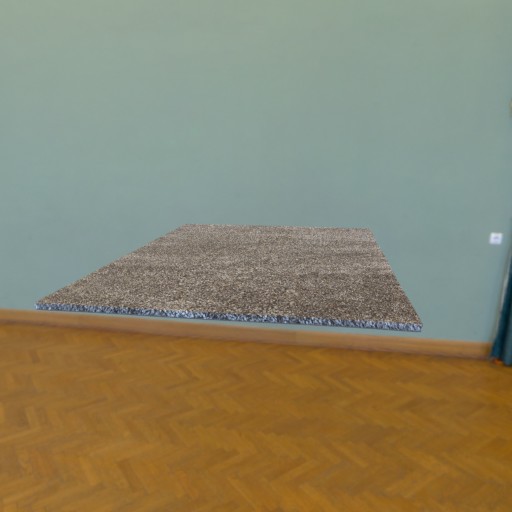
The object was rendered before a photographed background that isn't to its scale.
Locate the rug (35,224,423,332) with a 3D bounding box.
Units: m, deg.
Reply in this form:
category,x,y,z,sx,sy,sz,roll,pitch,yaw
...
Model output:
category,x,y,z,sx,sy,sz,roll,pitch,yaw
rug,0.000,0.000,2.103,1.198,0.025,1.601,2,14,9
